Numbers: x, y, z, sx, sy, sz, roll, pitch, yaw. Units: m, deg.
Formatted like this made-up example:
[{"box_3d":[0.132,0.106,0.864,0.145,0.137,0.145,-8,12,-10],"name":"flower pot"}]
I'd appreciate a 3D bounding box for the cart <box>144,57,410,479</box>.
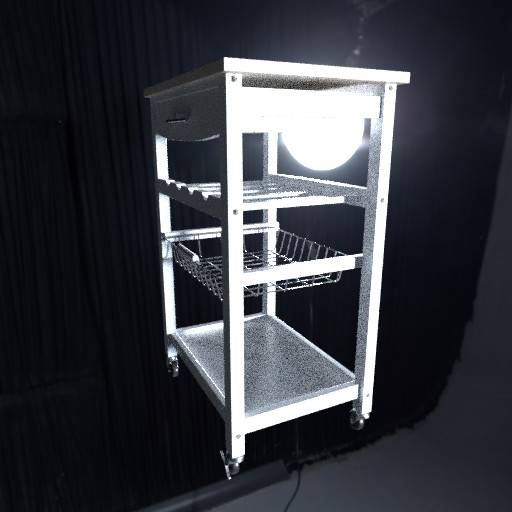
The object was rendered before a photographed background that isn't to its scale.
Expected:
[{"box_3d":[0.000,0.000,1.166,0.406,0.857,0.578,-7,17,-25],"name":"cart"}]
